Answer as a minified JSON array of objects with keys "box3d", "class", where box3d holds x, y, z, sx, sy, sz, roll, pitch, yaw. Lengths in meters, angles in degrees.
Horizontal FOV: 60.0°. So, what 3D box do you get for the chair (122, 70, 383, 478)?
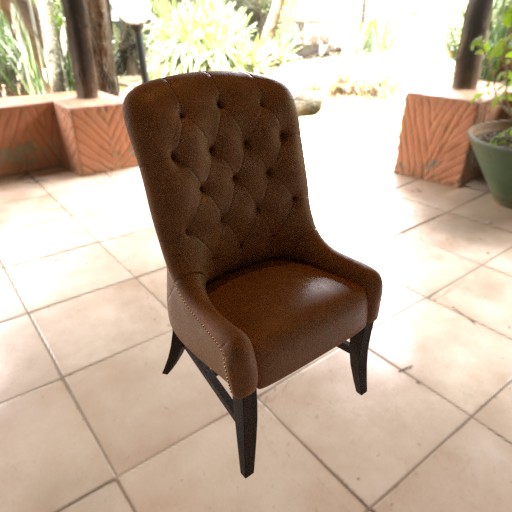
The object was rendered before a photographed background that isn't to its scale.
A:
[{"box3d":[0.000,0.000,1.466,0.634,1.091,0.629,-21,35,-33],"class":"chair"}]
